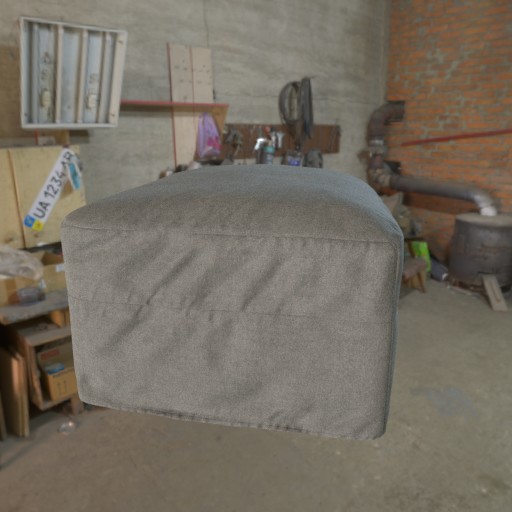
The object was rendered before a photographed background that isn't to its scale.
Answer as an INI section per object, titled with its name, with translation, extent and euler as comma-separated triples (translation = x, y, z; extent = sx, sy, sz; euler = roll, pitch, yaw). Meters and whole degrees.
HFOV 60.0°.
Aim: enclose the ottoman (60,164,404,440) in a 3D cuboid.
[ottoman]
translation = 0.000, 0.000, 1.210
extent = 0.683, 0.481, 0.837
euler = 3, 15, 10
